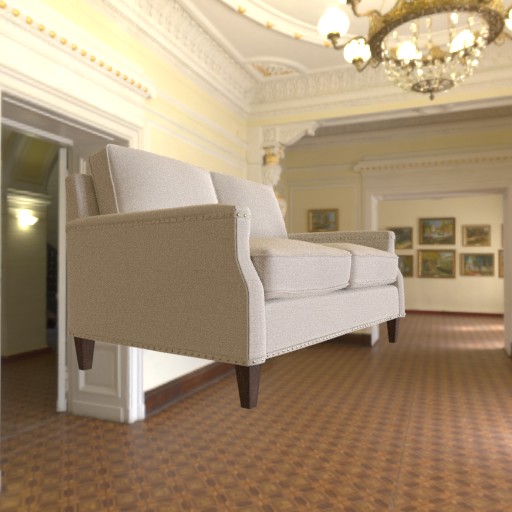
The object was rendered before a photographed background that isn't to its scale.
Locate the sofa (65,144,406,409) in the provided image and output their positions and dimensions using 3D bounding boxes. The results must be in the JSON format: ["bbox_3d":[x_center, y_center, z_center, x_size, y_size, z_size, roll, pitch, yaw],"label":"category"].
[{"bbox_3d":[0.000,0.000,2.296,1.084,1.003,1.597,-1,-1,35],"label":"sofa"}]
